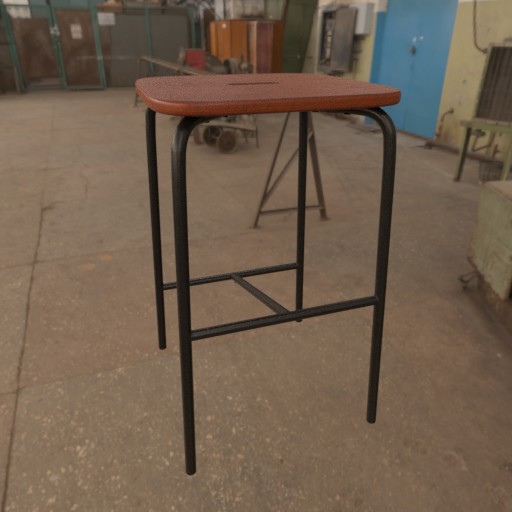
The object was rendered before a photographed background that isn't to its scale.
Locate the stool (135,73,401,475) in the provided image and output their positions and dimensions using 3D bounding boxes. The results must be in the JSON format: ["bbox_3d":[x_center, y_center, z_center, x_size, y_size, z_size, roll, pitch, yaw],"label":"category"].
[{"bbox_3d":[0.000,0.000,0.837,0.376,0.610,0.376,-9,28,-16],"label":"stool"}]
